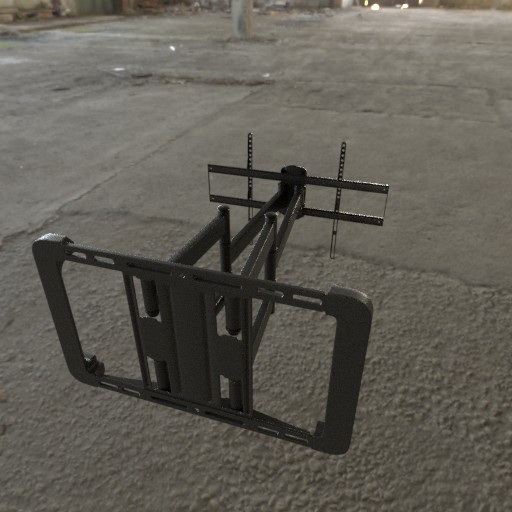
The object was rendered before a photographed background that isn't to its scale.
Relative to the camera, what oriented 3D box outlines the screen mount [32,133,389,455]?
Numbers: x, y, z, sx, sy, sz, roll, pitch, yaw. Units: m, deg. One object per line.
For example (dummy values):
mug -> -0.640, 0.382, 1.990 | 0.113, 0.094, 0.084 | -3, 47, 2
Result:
screen mount -> 0.000, 0.000, 1.336 | 0.725, 0.483, 0.905 | 10, 33, 16
